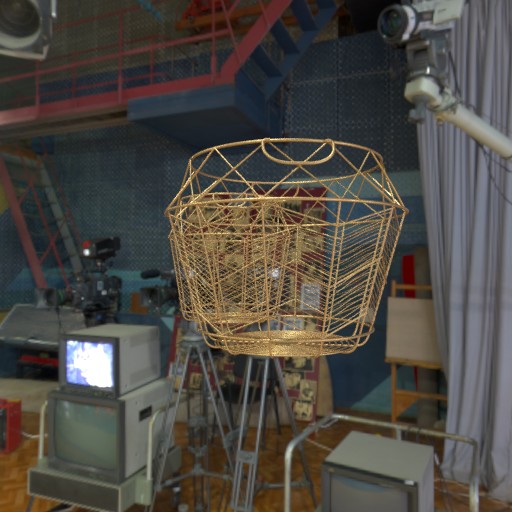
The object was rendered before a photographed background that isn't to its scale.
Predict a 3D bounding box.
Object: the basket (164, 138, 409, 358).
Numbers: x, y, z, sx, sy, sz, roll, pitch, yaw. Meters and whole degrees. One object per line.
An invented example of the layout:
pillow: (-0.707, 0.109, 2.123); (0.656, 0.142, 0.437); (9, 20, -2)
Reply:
basket: (0.000, 0.000, 1.017); (0.451, 0.343, 0.805); (0, -1, -18)
